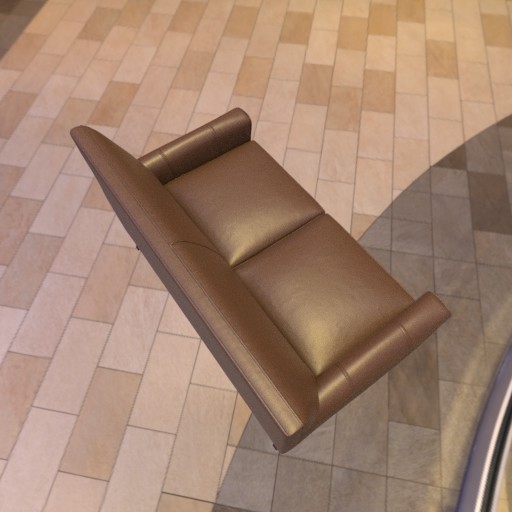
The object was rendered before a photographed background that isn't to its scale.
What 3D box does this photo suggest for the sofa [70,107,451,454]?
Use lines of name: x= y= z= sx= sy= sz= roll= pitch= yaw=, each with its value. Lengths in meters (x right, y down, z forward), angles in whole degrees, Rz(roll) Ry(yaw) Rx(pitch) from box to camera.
sofa: x=0.000 y=0.000 z=2.002 sx=0.853 sy=0.859 sz=1.468 roll=-32 pitch=63 yaw=-18
